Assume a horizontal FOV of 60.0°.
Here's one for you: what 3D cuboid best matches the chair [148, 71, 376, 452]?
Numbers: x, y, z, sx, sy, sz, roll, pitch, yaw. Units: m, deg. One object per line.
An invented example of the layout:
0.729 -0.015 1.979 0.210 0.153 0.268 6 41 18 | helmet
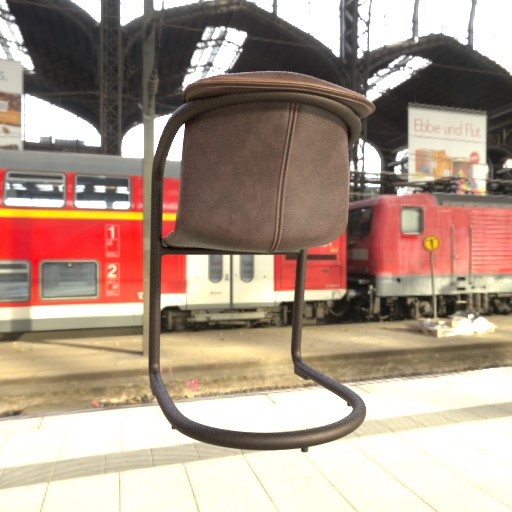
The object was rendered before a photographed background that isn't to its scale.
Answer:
0.000 0.000 1.247 0.536 0.836 0.664 0 0 -19 | chair
